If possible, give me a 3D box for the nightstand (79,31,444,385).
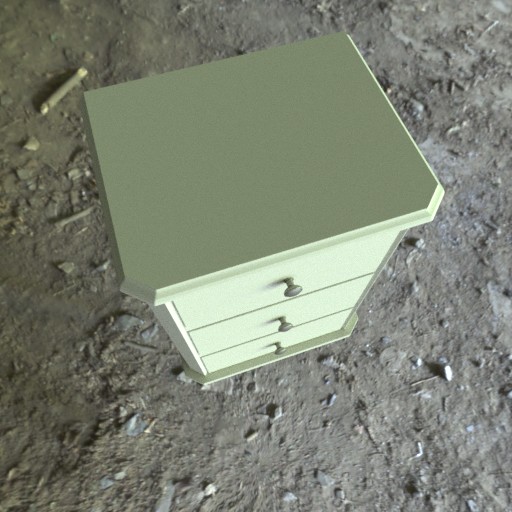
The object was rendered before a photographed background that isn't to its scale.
[{"bbox_3d":[0.000,0.000,0.906,0.435,0.681,0.351,-17,66,-8],"label":"nightstand"}]
